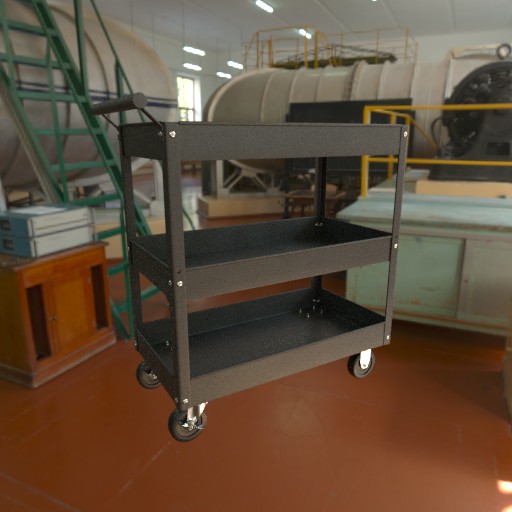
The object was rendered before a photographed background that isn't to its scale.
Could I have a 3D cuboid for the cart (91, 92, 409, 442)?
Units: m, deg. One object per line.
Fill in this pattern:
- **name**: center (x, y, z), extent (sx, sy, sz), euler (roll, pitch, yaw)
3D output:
- **cart**: center (0.000, 0.000, 1.203), extent (0.719, 0.780, 0.366), euler (-9, 18, -29)
